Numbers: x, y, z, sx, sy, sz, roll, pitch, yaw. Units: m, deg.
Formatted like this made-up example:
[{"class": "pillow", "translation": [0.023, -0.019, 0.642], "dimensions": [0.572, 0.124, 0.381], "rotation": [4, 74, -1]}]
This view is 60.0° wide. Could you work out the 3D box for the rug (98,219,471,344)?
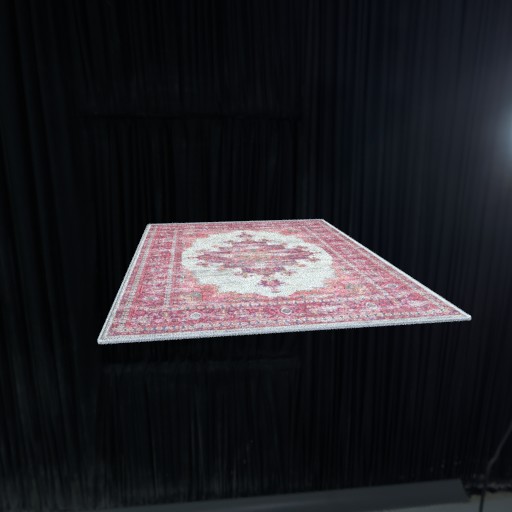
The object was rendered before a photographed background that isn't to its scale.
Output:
[{"class": "rug", "translation": [0.000, 0.000, 2.239], "dimensions": [1.217, 0.011, 1.747], "rotation": [-2, 16, -8]}]
